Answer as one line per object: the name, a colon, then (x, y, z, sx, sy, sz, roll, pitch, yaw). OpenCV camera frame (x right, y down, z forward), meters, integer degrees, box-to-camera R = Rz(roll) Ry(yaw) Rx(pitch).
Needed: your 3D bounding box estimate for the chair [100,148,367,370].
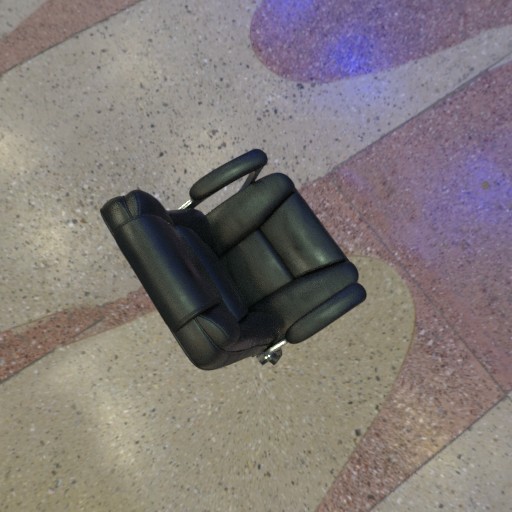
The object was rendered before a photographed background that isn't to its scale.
chair: (0.000, 0.000, 1.547, 0.689, 1.075, 0.697, -33, 78, -8)
